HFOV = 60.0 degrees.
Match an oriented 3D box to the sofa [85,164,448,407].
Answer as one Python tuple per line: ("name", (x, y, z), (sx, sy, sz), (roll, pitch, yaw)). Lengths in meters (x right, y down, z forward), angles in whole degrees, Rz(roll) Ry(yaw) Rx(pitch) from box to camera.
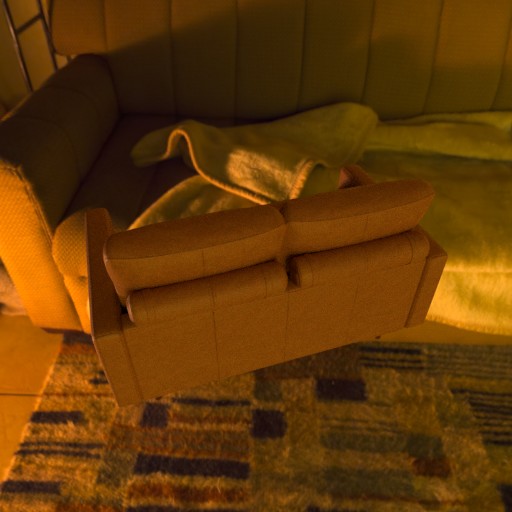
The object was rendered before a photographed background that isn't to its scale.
("sofa", (0.000, 0.000, 2.008), (1.430, 0.898, 0.868), (-12, 42, -14))
